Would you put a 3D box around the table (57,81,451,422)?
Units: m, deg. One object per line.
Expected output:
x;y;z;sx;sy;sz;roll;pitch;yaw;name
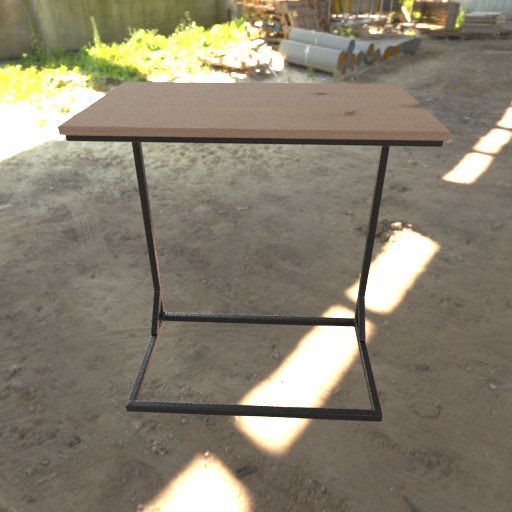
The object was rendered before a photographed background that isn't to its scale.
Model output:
0.000;0.000;0.998;0.597;0.673;0.351;1;32;2;table
